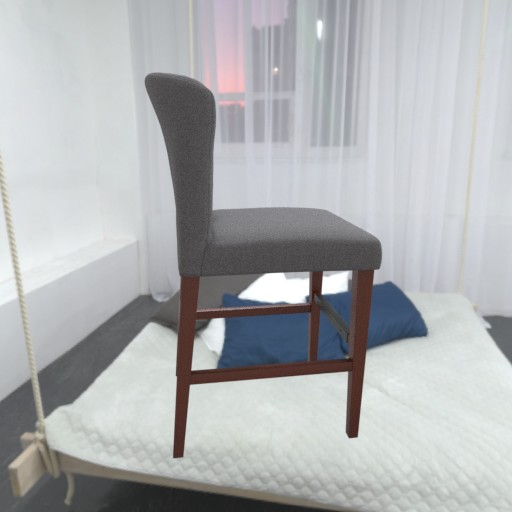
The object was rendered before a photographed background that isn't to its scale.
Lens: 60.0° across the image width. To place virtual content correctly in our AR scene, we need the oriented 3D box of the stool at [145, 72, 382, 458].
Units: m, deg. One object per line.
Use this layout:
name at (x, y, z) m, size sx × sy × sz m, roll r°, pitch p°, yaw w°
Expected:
stool at (0.000, 0.000, 1.287) m, size 0.568 × 0.968 × 0.481 m, roll -2°, pitch 16°, yaw -9°
